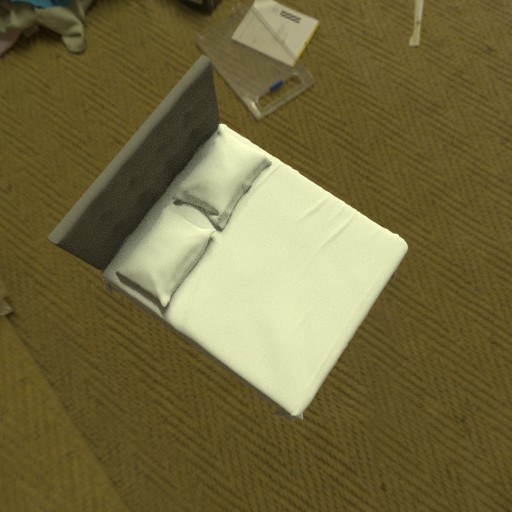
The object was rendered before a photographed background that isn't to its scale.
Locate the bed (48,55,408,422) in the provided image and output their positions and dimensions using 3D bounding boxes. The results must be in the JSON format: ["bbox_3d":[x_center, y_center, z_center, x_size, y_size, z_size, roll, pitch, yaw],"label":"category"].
[{"bbox_3d":[0.000,0.000,3.526,2.222,1.577,1.936,35,79,8],"label":"bed"}]
